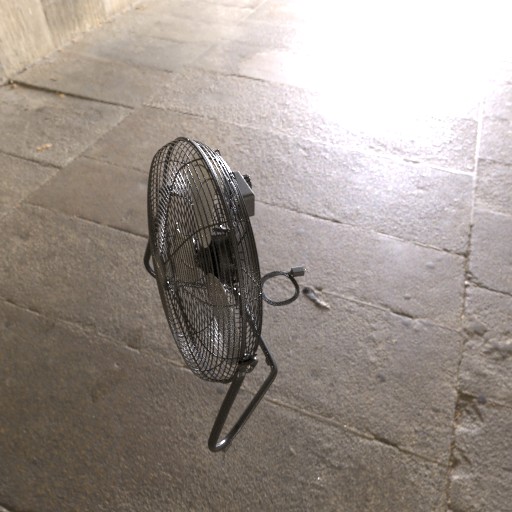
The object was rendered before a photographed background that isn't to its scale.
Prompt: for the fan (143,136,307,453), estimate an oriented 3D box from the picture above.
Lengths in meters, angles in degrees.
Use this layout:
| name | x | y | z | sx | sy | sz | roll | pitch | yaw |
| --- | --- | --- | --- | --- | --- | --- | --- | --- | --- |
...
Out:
| name | x | y | z | sx | sy | sz | roll | pitch | yaw |
| --- | --- | --- | --- | --- | --- | --- | --- | --- | --- |
| fan | 0.000 | 0.000 | 1.033 | 0.470 | 0.605 | 0.595 | -17 | 49 | -16 |
